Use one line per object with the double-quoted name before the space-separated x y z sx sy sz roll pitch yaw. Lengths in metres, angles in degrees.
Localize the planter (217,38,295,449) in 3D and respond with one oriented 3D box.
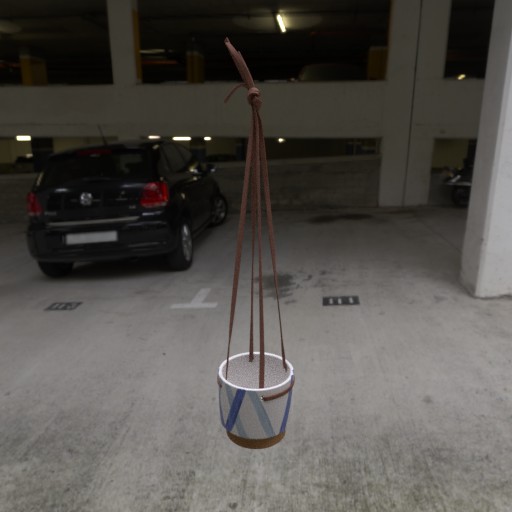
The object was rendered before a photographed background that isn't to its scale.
"planter" 0.000 0.000 0.831 0.157 0.753 0.153 2 15 7
